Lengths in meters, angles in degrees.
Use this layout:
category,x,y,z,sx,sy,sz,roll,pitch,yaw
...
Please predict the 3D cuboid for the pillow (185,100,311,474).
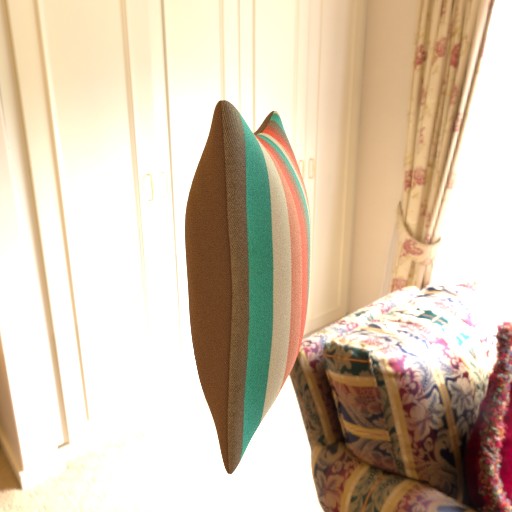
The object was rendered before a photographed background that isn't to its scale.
category,x,y,z,sx,sy,sz,roll,pitch,yaw
pillow,0.000,0.000,0.693,0.168,0.443,0.453,3,17,8
